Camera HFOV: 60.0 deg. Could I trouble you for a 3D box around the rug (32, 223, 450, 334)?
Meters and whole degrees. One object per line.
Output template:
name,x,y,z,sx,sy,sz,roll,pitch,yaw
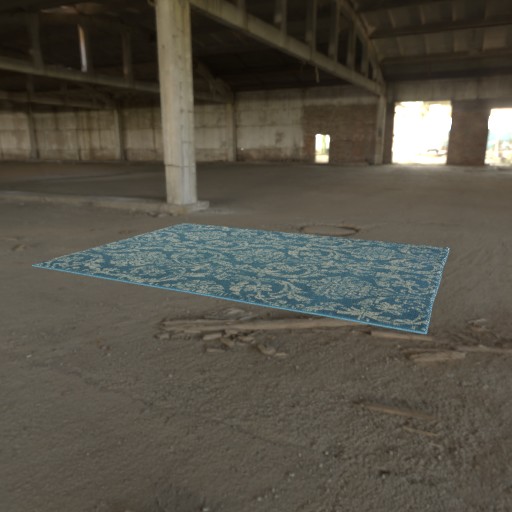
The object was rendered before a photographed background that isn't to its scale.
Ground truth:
rug,0.000,0.000,2.837,2.205,0.012,1.554,7,16,25
